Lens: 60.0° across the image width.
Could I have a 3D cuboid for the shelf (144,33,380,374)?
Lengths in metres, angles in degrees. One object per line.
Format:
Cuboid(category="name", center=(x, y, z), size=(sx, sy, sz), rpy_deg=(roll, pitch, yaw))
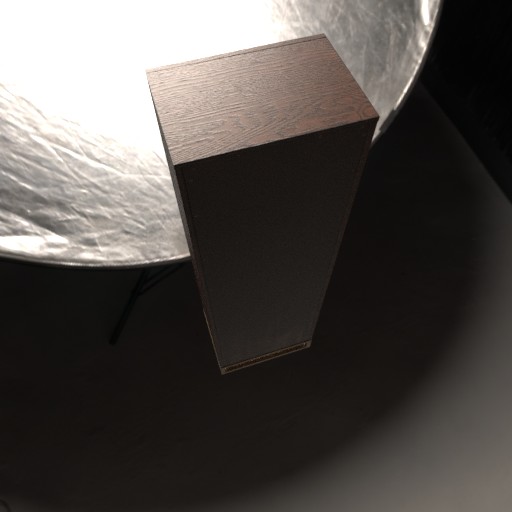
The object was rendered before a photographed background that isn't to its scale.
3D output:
Cuboid(category="shelf", center=(0.000, 0.000, 1.922), size=(0.539, 1.732, 0.395), rpy_deg=(-15, 60, -9))
